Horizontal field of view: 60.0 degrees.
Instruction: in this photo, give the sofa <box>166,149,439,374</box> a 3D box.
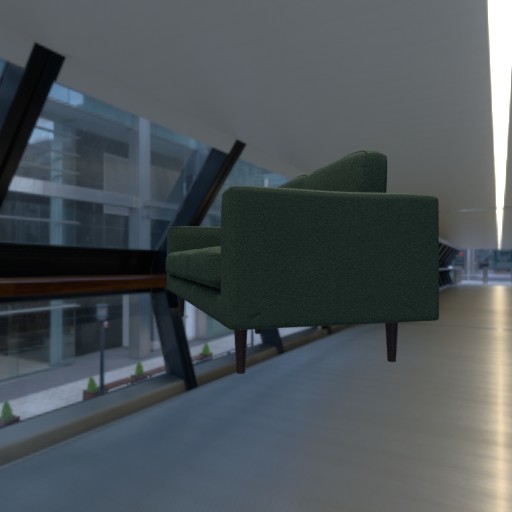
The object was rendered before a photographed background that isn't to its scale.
[{"bbox_3d":[0.000,0.000,2.567,0.879,0.899,2.029,0,0,-17],"label":"sofa"}]
